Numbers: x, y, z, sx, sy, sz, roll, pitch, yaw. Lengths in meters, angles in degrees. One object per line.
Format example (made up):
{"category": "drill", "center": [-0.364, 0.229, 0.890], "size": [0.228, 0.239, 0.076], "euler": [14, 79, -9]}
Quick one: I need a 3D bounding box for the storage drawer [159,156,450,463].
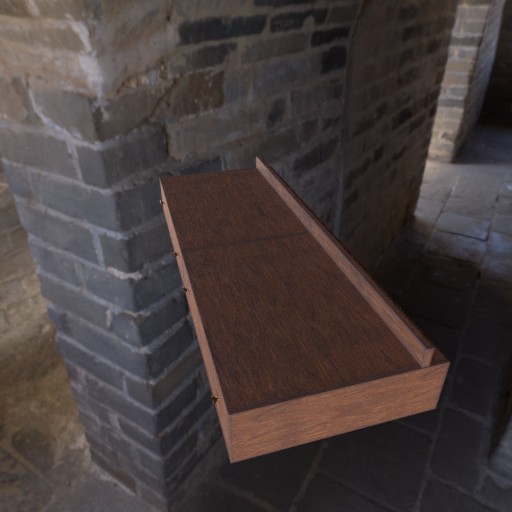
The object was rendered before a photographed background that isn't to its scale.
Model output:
{"category": "storage drawer", "center": [0.000, 0.000, 2.197], "size": [0.774, 0.339, 1.914], "euler": [-9, 33, -14]}
